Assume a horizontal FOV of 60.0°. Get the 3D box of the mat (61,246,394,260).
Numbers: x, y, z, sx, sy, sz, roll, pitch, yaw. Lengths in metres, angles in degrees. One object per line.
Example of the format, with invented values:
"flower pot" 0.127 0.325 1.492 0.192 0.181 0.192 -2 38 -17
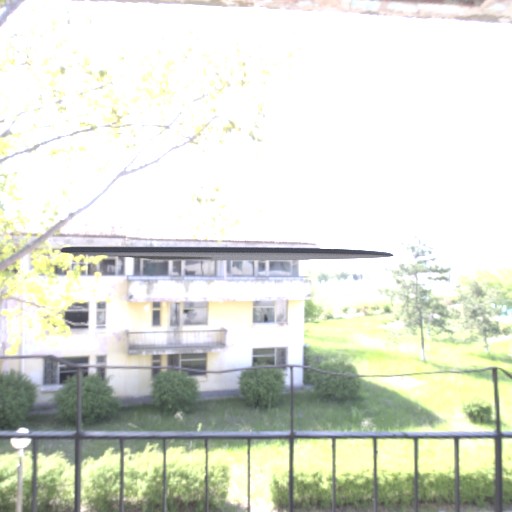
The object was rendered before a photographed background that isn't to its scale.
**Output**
"mat" 0.000 0.000 1.590 0.917 0.016 1.220 0 -1 -1
